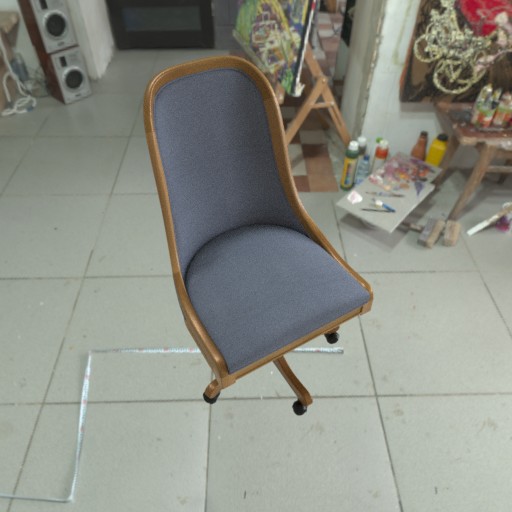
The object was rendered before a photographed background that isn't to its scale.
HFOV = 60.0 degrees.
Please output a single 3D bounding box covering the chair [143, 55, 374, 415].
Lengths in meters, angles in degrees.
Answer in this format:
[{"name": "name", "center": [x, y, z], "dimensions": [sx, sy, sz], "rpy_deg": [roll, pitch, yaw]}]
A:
[{"name": "chair", "center": [0.000, 0.000, 1.472], "dimensions": [0.605, 1.031, 0.735], "rpy_deg": [-23, 50, -21]}]
